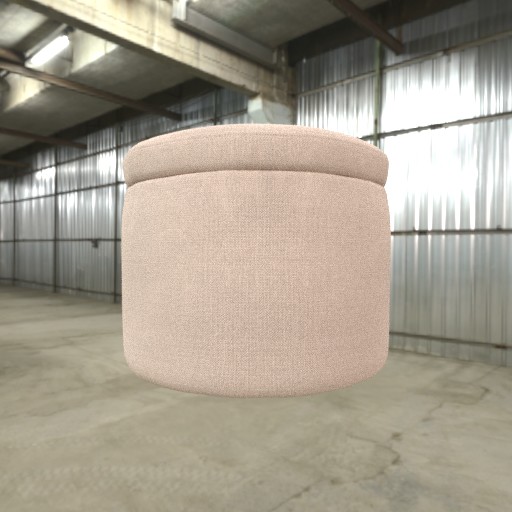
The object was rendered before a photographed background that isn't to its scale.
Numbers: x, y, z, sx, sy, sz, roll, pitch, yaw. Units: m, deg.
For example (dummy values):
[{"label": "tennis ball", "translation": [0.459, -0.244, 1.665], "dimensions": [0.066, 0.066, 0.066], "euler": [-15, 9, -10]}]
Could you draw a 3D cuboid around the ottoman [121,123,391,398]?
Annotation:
[{"label": "ottoman", "translation": [0.000, 0.000, 0.857], "dimensions": [0.497, 0.409, 0.497], "euler": [0, 0, 0]}]
